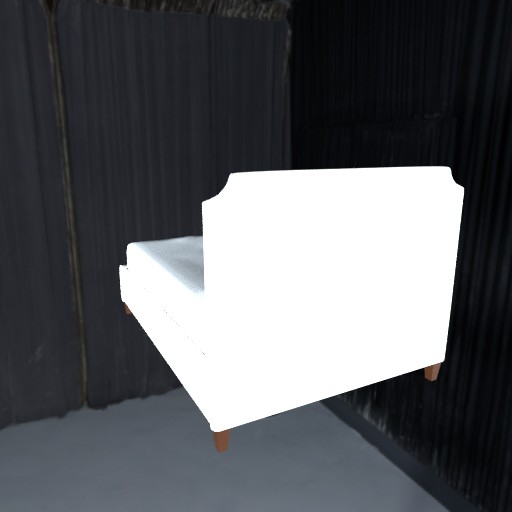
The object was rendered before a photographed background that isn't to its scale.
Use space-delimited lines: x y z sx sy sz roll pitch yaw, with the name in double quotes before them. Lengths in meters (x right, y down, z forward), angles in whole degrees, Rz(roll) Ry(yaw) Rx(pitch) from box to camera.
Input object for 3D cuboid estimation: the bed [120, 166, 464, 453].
"bed" 0.000 0.000 3.479 1.712 1.443 2.365 -7 16 -27
